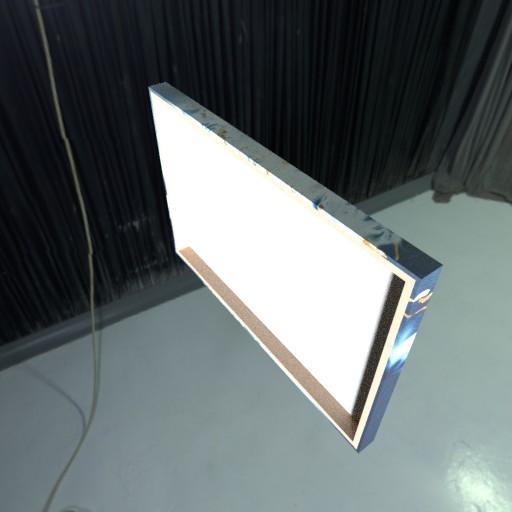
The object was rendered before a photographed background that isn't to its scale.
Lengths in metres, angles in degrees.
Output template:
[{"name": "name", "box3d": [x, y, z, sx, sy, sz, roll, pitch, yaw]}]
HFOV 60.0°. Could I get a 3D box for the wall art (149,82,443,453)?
[{"name": "wall art", "box3d": [0.000, 0.000, 0.771, 0.036, 0.405, 0.607, -27, 49, -26]}]
